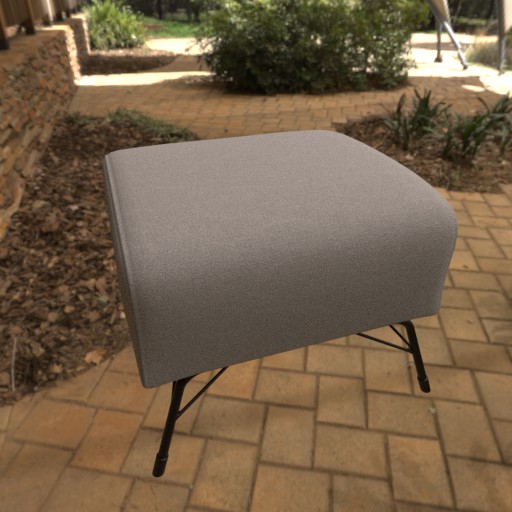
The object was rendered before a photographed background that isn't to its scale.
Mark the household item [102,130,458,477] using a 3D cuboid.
[{"bbox_3d":[0.000,0.000,0.879,0.530,0.410,0.530,-10,33,-16],"label":"household item"}]
